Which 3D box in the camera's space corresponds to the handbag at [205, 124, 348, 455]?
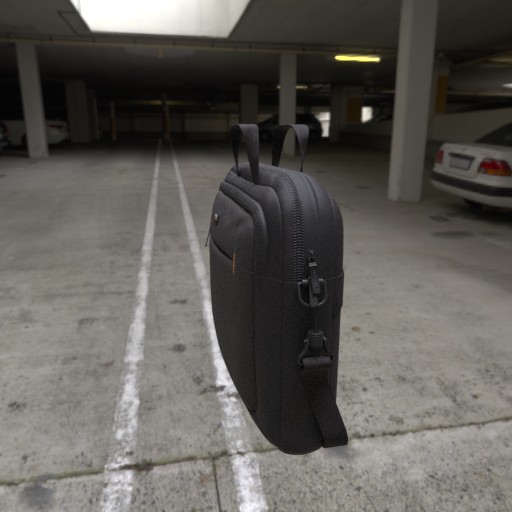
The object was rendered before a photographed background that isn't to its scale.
[{"bbox_3d":[0.000,0.000,0.430,0.089,0.244,0.320,-3,15,-11],"label":"handbag"}]
